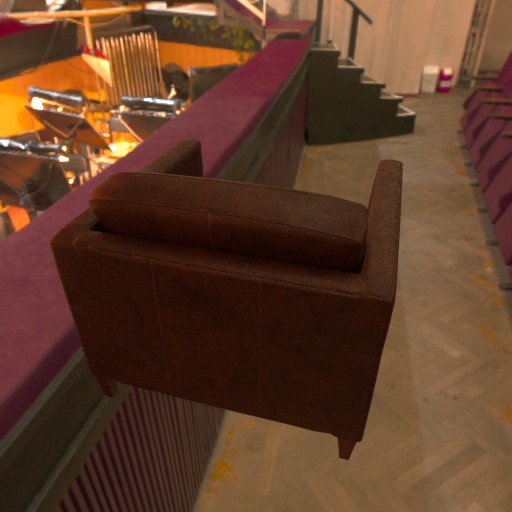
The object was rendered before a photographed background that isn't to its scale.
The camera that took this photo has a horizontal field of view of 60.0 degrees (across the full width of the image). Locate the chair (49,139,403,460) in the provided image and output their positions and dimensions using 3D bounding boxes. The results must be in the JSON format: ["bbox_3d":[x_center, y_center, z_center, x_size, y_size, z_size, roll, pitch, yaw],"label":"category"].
[{"bbox_3d":[0.000,0.000,1.708,0.990,0.864,0.975,9,34,14],"label":"chair"}]
